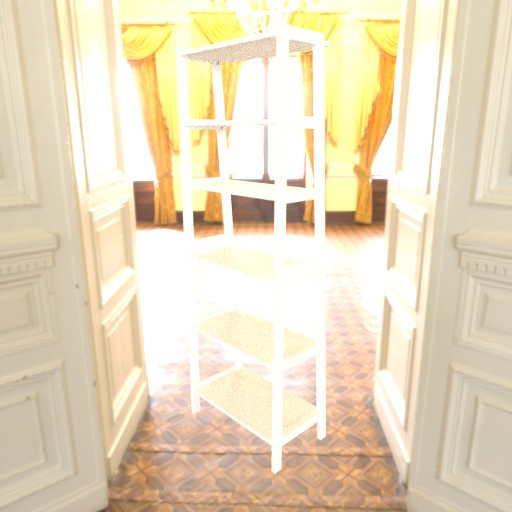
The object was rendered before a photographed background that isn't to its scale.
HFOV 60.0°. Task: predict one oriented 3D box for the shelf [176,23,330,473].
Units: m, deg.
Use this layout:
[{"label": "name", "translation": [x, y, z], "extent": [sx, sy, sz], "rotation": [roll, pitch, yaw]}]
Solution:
[{"label": "shelf", "translation": [0.000, 0.000, 2.155], "extent": [0.381, 1.892, 0.660], "rotation": [-14, 21, -42]}]
